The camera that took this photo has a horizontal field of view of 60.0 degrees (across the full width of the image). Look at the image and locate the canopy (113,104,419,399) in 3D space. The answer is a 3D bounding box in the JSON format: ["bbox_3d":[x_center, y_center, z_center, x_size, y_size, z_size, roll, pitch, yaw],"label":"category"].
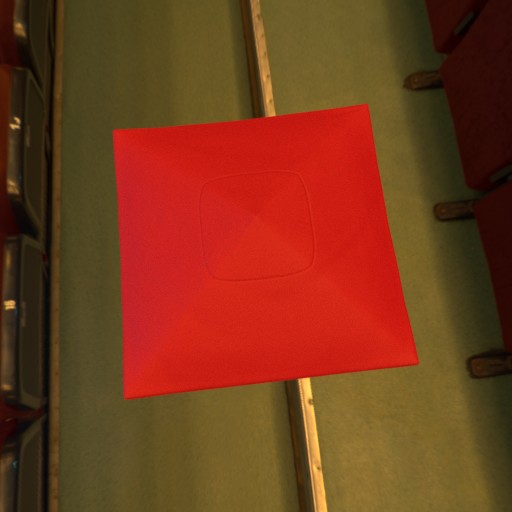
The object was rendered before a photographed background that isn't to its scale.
[{"bbox_3d":[0.000,0.000,5.492,2.998,2.997,2.996,-6,76,-2],"label":"canopy"}]
